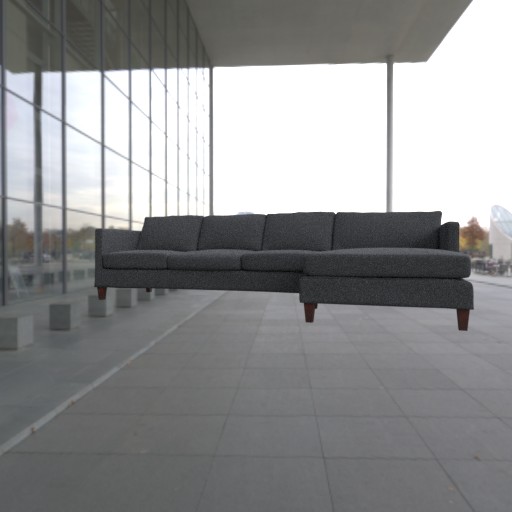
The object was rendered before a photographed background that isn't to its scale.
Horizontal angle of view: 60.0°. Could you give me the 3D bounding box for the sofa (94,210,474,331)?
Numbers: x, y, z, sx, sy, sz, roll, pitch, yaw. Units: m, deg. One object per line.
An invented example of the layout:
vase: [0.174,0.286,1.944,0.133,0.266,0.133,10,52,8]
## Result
sofa: [0.000,0.000,3.806,3.186,0.846,1.625,0,1,19]
